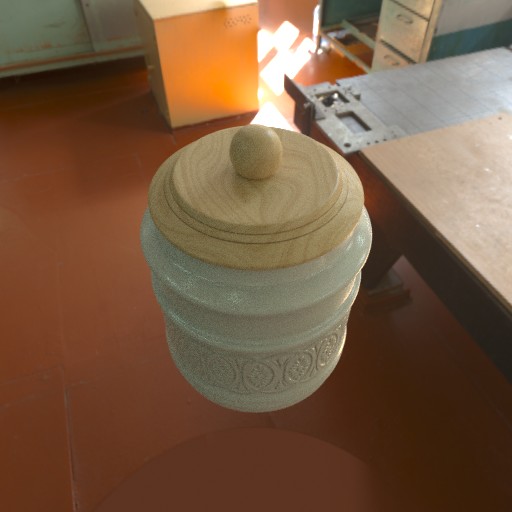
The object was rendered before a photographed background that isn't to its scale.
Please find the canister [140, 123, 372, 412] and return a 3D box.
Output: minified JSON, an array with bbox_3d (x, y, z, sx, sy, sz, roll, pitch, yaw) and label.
[{"bbox_3d":[0.000,0.000,0.273,0.130,0.176,0.130,0,47,0],"label":"canister"}]
